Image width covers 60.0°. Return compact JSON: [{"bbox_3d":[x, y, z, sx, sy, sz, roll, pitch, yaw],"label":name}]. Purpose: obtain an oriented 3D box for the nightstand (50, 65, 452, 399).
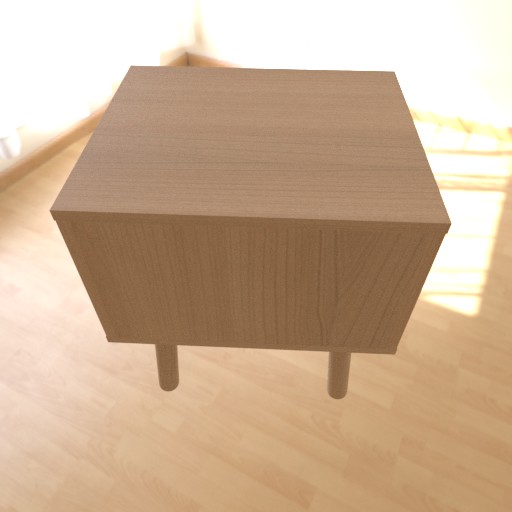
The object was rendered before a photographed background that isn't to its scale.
[{"bbox_3d":[0.000,0.000,0.818,0.450,0.530,0.380,2,47,2],"label":"nightstand"}]
